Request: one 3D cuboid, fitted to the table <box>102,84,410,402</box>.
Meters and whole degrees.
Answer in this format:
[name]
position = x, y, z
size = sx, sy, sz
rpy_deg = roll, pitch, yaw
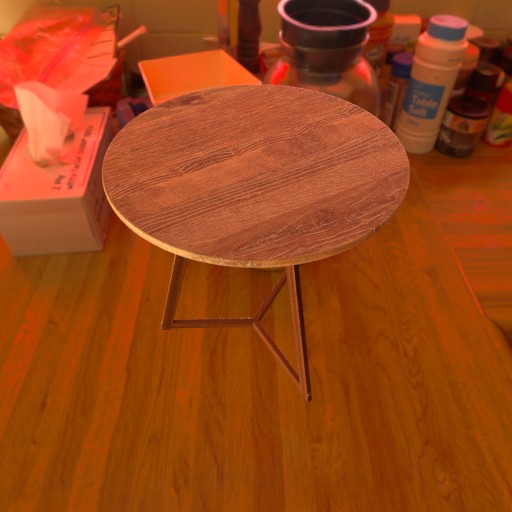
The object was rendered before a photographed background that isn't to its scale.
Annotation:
[table]
position = 0.000, 0.000, 0.917
size = 0.500, 0.500, 0.500
rpy_deg = 0, 46, 0
